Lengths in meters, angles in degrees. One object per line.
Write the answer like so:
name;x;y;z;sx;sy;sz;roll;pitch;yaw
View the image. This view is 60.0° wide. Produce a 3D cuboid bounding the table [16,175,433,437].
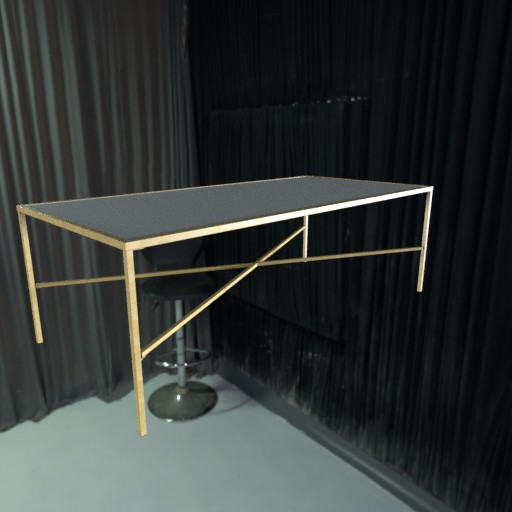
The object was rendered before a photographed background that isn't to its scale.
table;0.000;0.000;1.432;1.206;0.398;0.580;-15;21;-42
